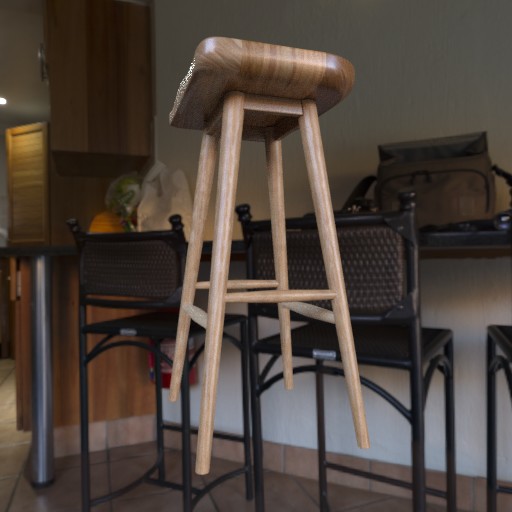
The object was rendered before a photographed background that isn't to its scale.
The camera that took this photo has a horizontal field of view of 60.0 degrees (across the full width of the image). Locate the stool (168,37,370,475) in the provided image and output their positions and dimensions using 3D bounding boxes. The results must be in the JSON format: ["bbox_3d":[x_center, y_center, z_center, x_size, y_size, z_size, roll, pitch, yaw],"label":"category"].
[{"bbox_3d":[0.000,0.000,0.934,0.322,0.698,0.407,0,1,-18],"label":"stool"}]
